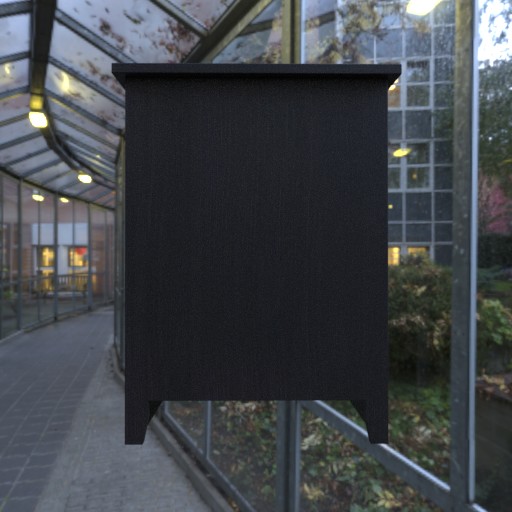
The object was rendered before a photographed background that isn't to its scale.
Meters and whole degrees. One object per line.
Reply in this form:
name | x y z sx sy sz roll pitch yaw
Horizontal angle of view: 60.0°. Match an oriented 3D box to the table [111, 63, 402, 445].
table | 0.000 0.000 0.921 0.480 0.635 0.381 0 0 -1
